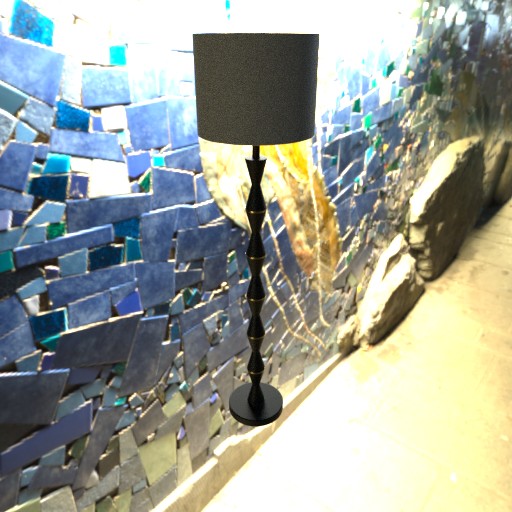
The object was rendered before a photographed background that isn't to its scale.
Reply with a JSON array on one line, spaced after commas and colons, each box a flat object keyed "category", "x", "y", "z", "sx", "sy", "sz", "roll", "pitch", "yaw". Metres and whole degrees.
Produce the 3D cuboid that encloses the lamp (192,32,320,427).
[{"category": "lamp", "x": 0.000, "y": 0.000, "z": 1.650, "sx": 0.381, "sy": 1.480, "sz": 0.381, "roll": -18, "pitch": 31, "yaw": -33}]
